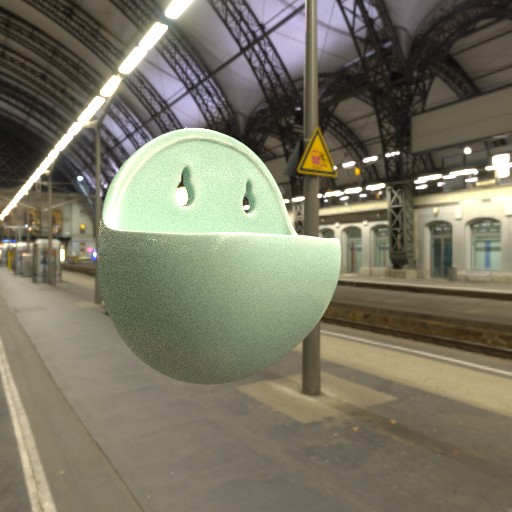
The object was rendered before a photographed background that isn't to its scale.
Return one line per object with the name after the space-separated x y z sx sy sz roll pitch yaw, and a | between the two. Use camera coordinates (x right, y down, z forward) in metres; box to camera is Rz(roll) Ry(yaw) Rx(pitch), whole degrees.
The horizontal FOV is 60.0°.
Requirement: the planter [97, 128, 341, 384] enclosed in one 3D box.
0.000 0.000 0.277 0.073 0.164 0.189 0 1 36 | planter
